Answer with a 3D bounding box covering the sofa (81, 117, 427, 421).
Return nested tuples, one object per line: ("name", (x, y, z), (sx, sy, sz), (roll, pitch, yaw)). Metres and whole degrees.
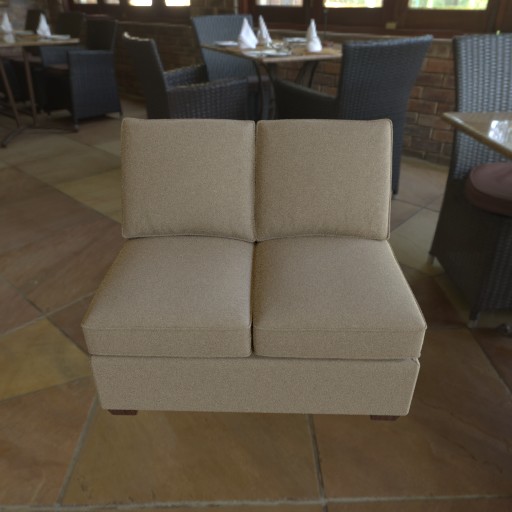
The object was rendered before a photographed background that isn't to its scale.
("sofa", (0.000, 0.000, 1.911), (1.237, 1.008, 0.951), (1, 30, 1))
